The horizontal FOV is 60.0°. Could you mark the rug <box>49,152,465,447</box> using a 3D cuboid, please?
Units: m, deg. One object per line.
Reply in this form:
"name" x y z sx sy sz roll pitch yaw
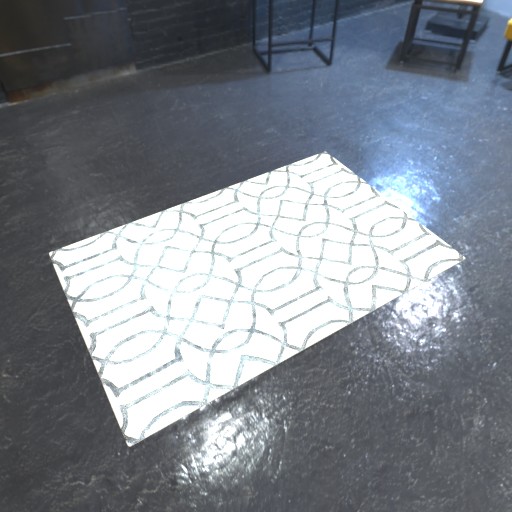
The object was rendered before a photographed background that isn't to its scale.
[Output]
"rug" 0.000 0.000 2.983 2.365 0.017 1.521 -24 50 -22
